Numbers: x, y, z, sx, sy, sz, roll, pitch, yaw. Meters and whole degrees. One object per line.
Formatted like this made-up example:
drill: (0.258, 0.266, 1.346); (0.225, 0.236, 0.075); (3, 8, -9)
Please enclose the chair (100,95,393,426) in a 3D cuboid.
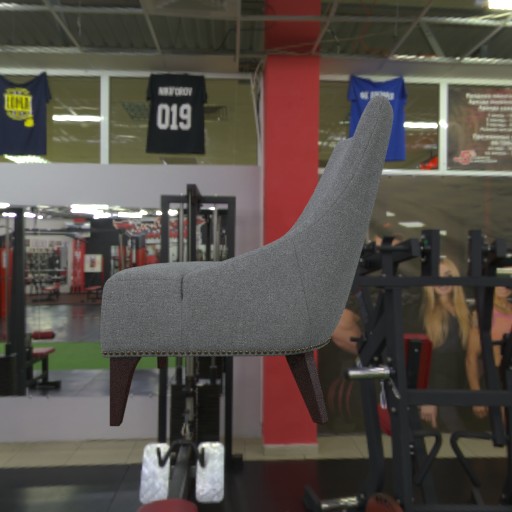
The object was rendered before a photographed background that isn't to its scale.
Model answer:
chair: (0.000, 0.000, 1.501); (0.861, 0.909, 0.701); (0, 0, -1)
